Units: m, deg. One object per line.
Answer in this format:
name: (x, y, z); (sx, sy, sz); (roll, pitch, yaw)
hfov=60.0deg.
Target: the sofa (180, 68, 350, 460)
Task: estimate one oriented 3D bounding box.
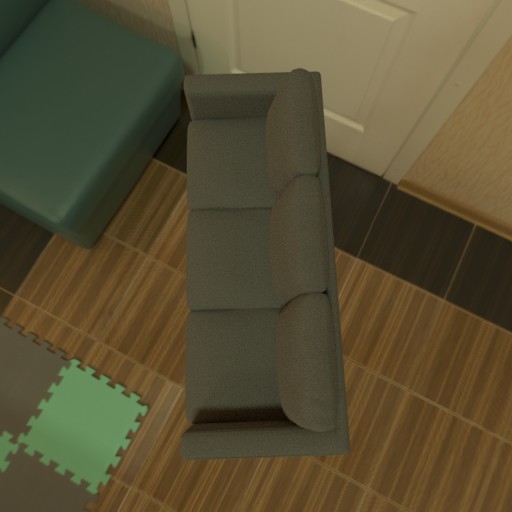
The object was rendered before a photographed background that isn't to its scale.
sofa: (0.000, 0.000, 2.496); (0.802, 0.912, 2.029); (-2, 76, 0)
